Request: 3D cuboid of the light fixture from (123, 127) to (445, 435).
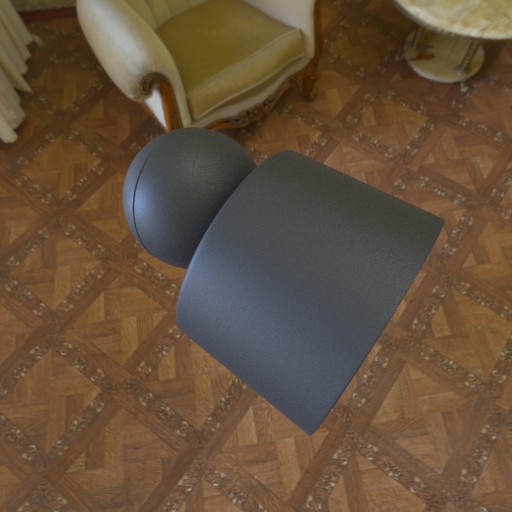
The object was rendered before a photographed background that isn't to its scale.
[{"bbox_3d":[0.000,0.000,0.266,0.160,0.143,0.134,32,68,15],"label":"light fixture"}]
